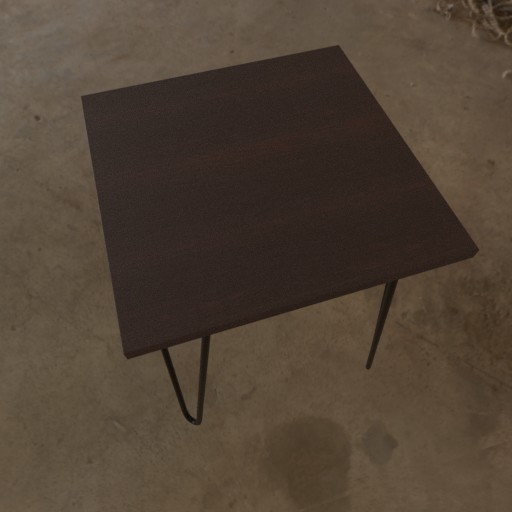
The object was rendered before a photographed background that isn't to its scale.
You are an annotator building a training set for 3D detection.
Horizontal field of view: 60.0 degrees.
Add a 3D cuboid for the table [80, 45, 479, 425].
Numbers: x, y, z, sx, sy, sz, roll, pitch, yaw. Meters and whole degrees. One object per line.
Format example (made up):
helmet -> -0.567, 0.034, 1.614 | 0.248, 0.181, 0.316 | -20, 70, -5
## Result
table -> 0.000, 0.000, 0.938 | 0.495, 0.559, 0.495 | -15, 60, -9
